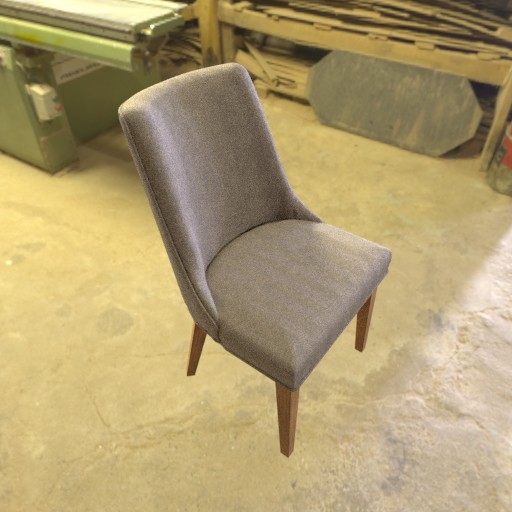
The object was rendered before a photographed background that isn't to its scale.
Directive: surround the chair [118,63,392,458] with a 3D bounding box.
[{"bbox_3d":[0.000,0.000,1.304,0.636,0.916,0.548,26,48,27],"label":"chair"}]
